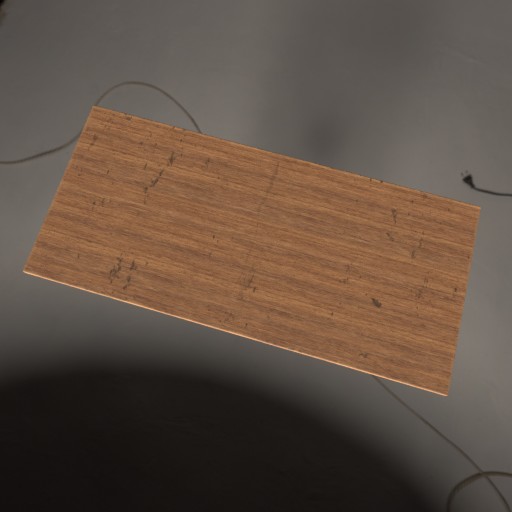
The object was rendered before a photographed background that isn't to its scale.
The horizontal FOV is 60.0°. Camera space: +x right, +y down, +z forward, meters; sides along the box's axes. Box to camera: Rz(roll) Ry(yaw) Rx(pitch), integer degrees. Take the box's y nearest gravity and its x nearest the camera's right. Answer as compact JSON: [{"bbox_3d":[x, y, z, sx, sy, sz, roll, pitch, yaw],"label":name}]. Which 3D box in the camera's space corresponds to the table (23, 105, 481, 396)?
[{"bbox_3d":[0.000,0.000,2.675,2.200,0.757,1.000,16,76,4],"label":"table"}]
